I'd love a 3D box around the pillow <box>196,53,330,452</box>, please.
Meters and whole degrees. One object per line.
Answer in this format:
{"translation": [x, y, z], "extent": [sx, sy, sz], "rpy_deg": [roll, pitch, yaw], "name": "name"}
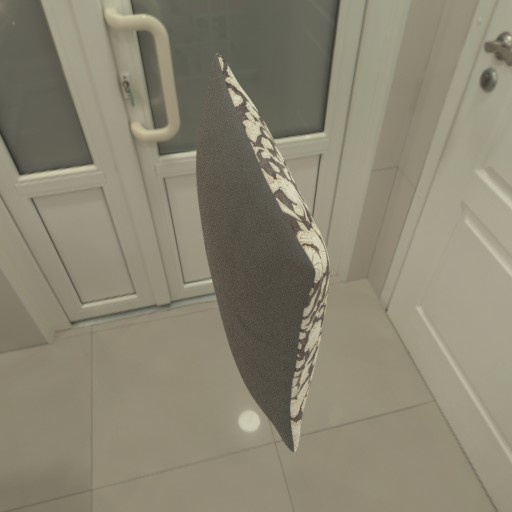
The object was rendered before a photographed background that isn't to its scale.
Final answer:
{"translation": [0.000, 0.000, 0.793], "extent": [0.166, 0.507, 0.526], "rpy_deg": [-11, 48, -10], "name": "pillow"}
